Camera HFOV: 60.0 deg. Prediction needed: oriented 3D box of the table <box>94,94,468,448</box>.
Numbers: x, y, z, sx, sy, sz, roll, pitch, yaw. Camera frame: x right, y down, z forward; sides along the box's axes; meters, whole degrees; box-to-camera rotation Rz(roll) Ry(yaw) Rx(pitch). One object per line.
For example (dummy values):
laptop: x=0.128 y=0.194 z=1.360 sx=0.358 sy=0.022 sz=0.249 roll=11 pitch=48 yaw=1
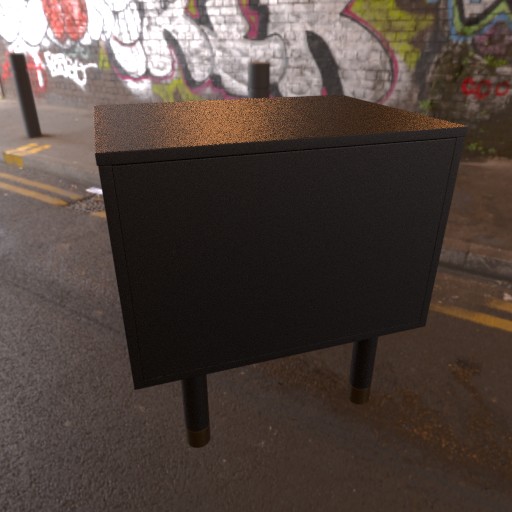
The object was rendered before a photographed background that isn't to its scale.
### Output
table: x=0.000 y=0.000 z=0.944 sx=0.564 sy=0.584 sz=0.441 roll=-8 pitch=28 yaw=-16
